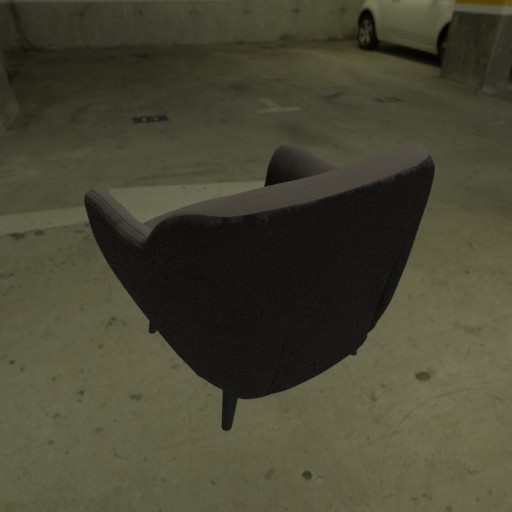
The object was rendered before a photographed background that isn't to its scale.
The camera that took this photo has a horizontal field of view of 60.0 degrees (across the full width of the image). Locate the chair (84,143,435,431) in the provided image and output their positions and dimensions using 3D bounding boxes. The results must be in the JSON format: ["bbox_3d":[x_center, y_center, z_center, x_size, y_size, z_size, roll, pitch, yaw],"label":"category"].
[{"bbox_3d":[0.000,0.000,1.439,0.840,0.807,0.819,-21,37,-30],"label":"chair"}]
